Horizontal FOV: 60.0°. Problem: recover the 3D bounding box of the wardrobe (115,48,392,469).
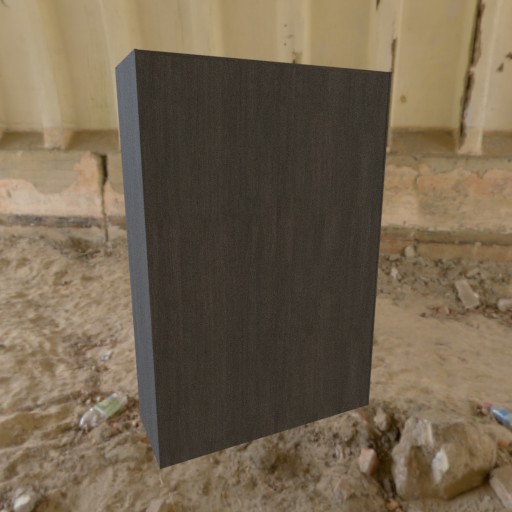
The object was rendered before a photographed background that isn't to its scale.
[{"bbox_3d":[0.000,0.000,2.442,1.290,1.910,0.510,-7,15,-25],"label":"wardrobe"}]
